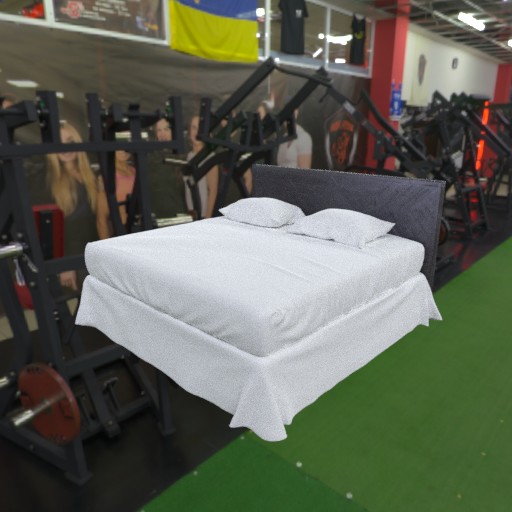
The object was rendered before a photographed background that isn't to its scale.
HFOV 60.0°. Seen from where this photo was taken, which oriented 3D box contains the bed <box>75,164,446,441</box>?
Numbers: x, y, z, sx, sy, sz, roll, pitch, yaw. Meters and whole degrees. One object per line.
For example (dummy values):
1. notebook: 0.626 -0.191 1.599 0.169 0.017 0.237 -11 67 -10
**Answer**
1. bed: 0.000 0.000 3.503 2.255 1.158 2.165 16 23 41
